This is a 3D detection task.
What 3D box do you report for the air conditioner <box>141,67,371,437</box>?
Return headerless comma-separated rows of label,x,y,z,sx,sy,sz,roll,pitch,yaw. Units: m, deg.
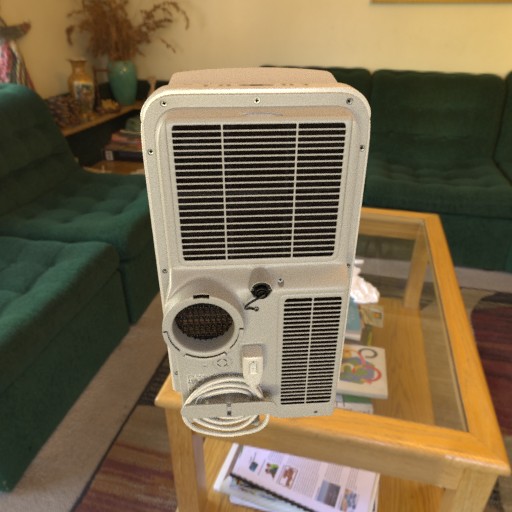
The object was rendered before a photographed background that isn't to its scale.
air conditioner,0.000,0.000,1.038,0.449,0.786,0.414,-2,29,-3
